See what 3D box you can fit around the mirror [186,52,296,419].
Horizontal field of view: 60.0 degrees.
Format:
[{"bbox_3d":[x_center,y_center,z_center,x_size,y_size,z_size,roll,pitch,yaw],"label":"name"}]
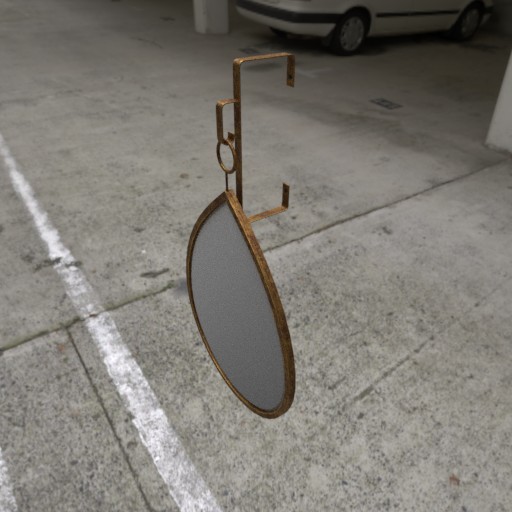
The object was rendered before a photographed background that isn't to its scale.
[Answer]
[{"bbox_3d":[0.000,0.000,0.898,0.144,0.744,0.405,-21,39,-29],"label":"mirror"}]
